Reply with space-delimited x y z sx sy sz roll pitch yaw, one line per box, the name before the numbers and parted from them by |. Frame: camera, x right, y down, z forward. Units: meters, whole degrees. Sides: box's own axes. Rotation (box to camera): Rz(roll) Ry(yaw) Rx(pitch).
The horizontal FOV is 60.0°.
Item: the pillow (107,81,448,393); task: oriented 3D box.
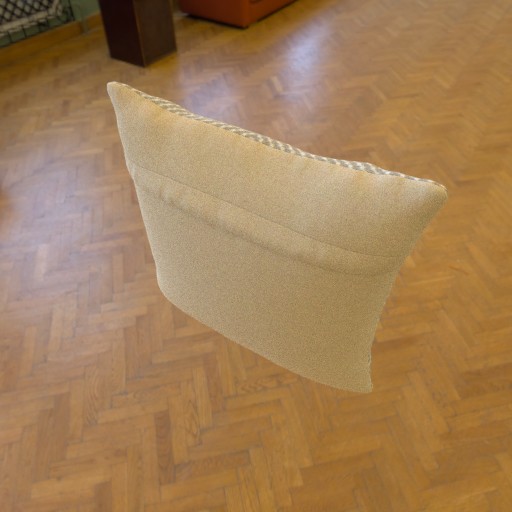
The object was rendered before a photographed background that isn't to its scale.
pillow | 0.000 0.000 0.687 0.459 0.458 0.181 23 50 21
